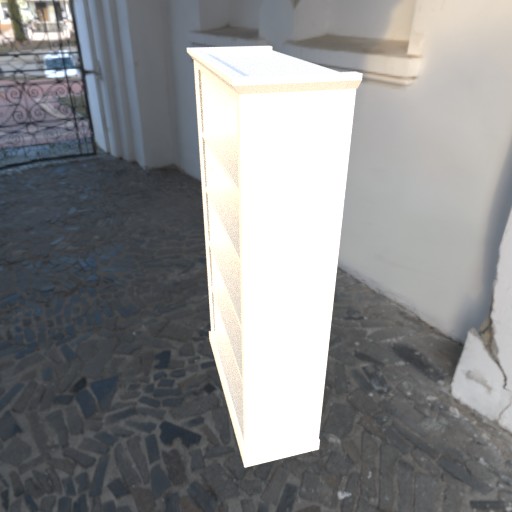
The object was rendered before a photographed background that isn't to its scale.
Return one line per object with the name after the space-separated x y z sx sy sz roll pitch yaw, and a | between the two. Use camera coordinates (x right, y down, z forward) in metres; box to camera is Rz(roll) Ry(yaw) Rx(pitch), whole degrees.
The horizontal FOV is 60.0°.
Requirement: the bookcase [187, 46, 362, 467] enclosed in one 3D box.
0.000 0.000 2.292 0.432 1.880 1.050 -8 31 -13 | bookcase
